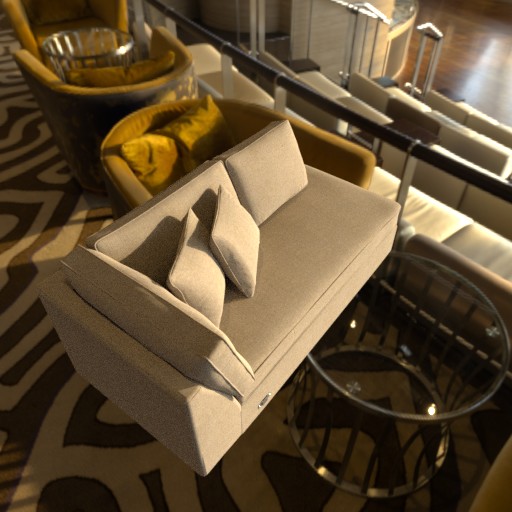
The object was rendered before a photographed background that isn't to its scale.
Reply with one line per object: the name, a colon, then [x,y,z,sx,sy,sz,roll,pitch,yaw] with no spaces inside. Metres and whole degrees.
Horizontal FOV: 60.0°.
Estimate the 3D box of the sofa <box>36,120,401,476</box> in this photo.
sofa: [0.000,0.000,2.823,1.110,1.019,2.238,28,50,26]
